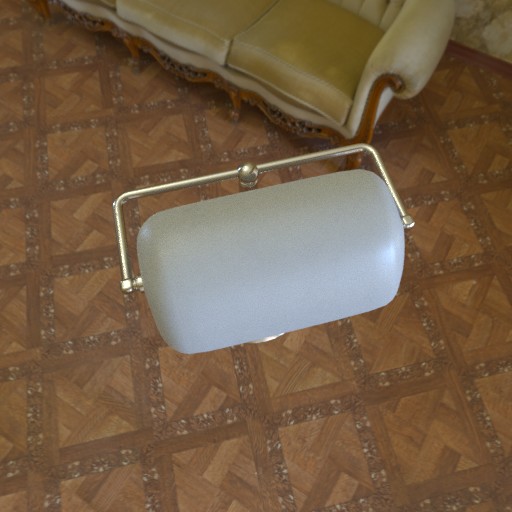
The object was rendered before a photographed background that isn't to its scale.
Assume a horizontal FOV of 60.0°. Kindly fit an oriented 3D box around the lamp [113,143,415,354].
[{"bbox_3d":[0.000,0.000,0.517,0.264,0.339,0.243,-13,65,-6],"label":"lamp"}]
